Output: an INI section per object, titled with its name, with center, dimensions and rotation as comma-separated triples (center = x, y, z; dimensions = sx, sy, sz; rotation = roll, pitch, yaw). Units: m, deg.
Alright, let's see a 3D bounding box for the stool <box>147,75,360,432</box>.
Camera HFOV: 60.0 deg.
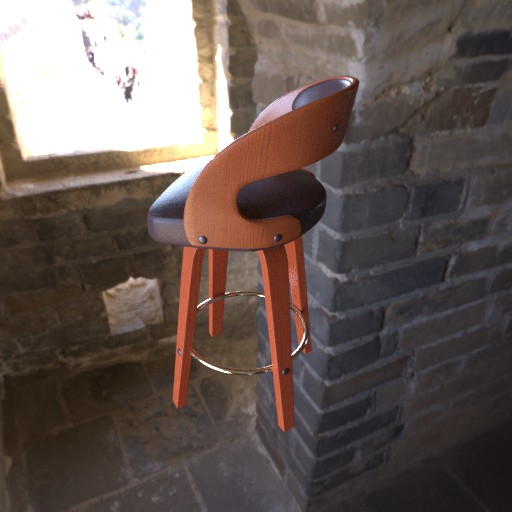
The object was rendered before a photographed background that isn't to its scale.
[stool]
center = 0.000, 0.000, 1.236
dimensions = 0.457, 0.940, 0.457
rotation = 8, 32, 13
